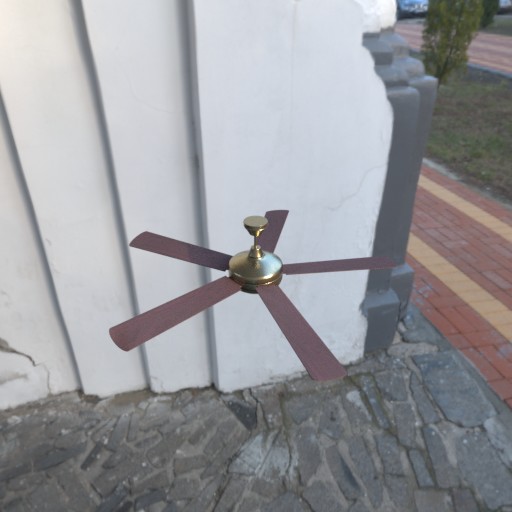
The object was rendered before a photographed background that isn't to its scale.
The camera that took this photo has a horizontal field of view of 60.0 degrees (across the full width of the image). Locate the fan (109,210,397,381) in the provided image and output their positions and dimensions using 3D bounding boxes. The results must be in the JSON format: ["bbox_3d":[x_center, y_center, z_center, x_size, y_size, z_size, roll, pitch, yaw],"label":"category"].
[{"bbox_3d":[0.000,0.000,2.004,1.321,0.356,1.321,1,31,2],"label":"fan"}]
